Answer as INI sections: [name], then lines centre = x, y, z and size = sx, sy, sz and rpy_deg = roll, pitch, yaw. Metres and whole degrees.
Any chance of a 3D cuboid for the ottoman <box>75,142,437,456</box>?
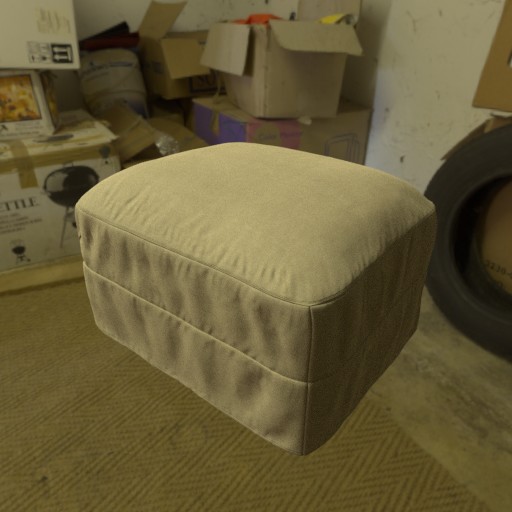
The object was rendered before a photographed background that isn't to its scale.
[ottoman]
centre = 0.000, 0.000, 1.085
size = 0.712, 0.480, 0.584
rpy_deg = 21, 35, 33
